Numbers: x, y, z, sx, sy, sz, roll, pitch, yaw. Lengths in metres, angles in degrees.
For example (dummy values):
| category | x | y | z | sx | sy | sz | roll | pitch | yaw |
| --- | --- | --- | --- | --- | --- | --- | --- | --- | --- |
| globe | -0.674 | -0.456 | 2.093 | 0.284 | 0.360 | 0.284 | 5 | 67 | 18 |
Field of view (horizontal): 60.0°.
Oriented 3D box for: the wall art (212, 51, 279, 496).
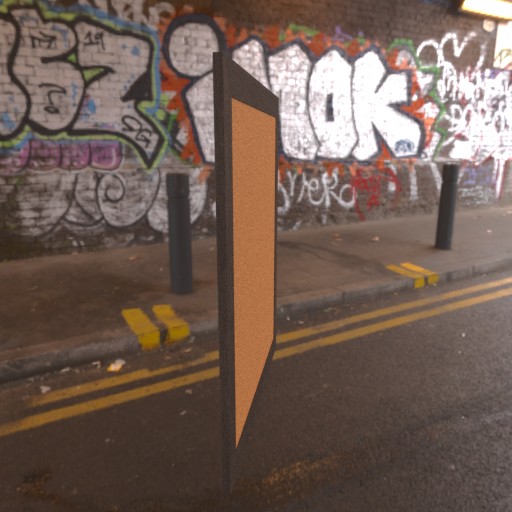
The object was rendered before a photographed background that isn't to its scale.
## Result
| category | x | y | z | sx | sy | sz | roll | pitch | yaw |
| --- | --- | --- | --- | --- | --- | --- | --- | --- | --- |
| wall art | 0.000 | 0.000 | 0.775 | 0.013 | 0.570 | 0.476 | 2 | 14 | 10 |
